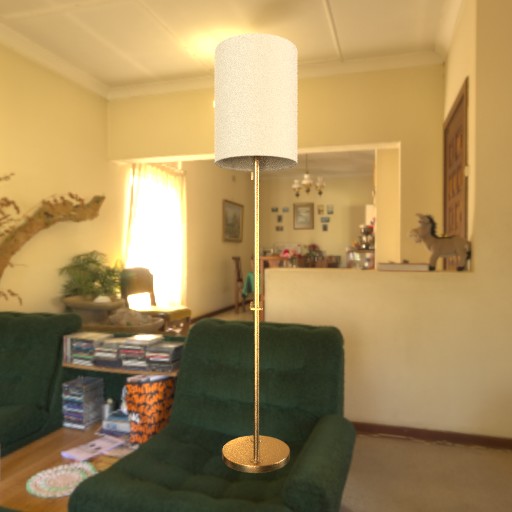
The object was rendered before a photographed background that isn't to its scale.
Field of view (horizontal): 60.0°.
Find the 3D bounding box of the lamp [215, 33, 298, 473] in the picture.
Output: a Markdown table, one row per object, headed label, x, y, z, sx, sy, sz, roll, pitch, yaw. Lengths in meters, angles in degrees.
| label | x | y | z | sx | sy | sz | roll | pitch | yaw |
| --- | --- | --- | --- | --- | --- | --- | --- | --- | --- |
| lamp | 0.000 | 0.000 | 1.649 | 0.305 | 1.500 | 0.306 | 0 | 1 | 0 |
